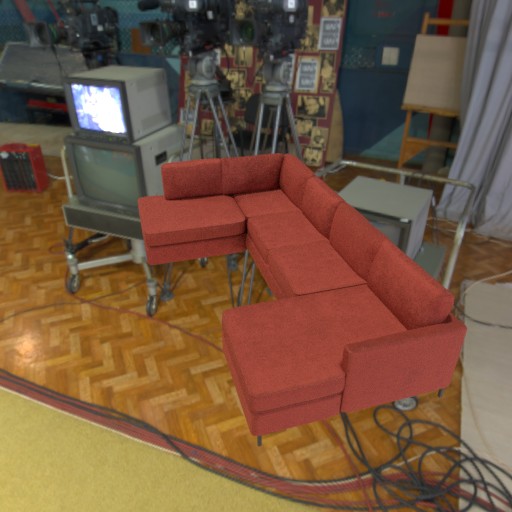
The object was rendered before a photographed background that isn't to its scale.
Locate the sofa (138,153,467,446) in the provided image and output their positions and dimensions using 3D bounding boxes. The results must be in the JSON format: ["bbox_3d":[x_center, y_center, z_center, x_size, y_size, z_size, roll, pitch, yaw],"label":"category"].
[{"bbox_3d":[0.000,0.000,4.322,2.055,0.992,3.434,-9,32,-14],"label":"sofa"}]
